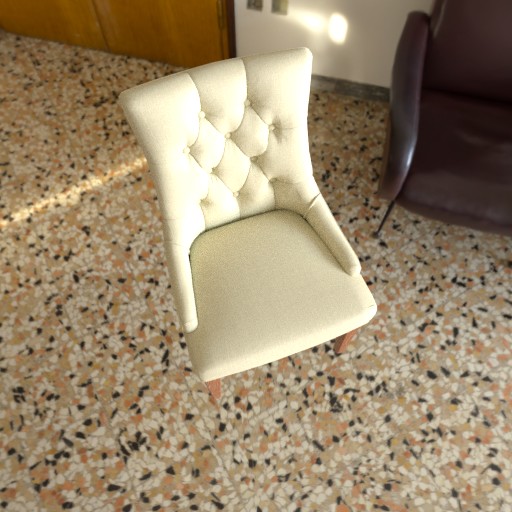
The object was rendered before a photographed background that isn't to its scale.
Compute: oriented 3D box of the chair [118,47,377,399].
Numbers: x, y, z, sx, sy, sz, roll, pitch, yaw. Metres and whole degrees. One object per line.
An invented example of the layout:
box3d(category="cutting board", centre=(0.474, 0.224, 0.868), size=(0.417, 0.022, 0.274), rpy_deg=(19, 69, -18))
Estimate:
box3d(category="chair", centre=(0.000, 0.000, 1.237), size=(0.509, 0.874, 0.565), rpy_deg=(-18, 63, -9))
